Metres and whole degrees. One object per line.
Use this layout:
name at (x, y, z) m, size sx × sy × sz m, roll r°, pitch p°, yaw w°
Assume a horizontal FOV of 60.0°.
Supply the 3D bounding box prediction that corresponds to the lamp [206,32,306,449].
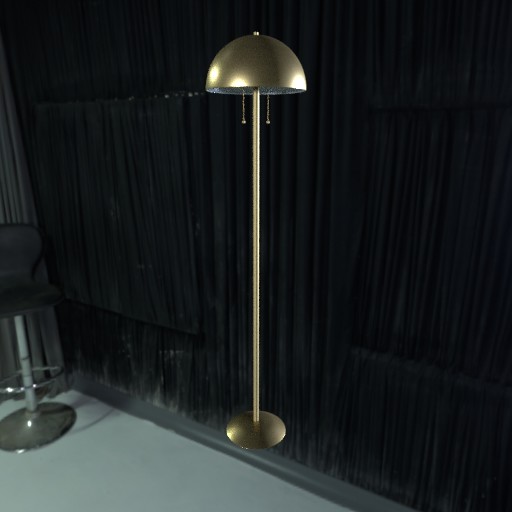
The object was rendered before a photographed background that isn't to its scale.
lamp at (0.000, 0.000, 1.616) m, size 0.328 × 1.480 × 0.328 m, roll 8°, pitch 18°, yaw 25°
